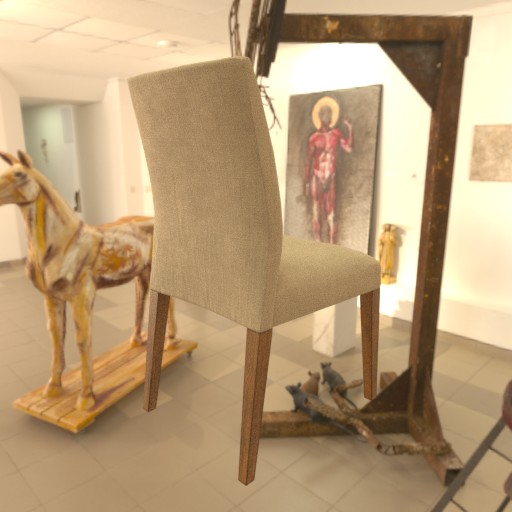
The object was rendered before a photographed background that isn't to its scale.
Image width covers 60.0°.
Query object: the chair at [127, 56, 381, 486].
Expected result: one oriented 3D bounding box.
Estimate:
[{"bbox_3d":[0.000,0.000,1.259,0.496,0.940,0.585,13,19,43],"label":"chair"}]
